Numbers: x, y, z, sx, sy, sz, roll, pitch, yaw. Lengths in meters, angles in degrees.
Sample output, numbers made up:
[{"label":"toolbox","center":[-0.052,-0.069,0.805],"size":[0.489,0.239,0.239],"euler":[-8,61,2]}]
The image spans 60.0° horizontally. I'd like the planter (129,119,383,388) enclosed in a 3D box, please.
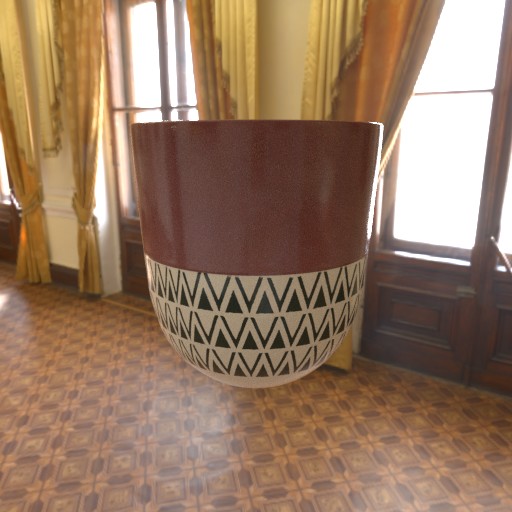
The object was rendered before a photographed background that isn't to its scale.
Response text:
[{"label":"planter","center":[0.000,0.000,0.379],"size":[0.195,0.214,0.195],"euler":[0,14,0]}]
